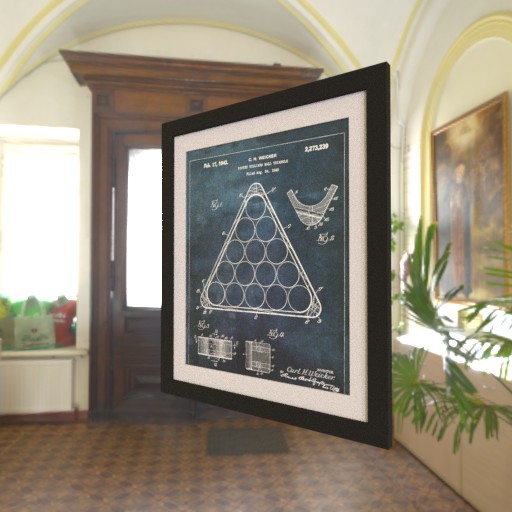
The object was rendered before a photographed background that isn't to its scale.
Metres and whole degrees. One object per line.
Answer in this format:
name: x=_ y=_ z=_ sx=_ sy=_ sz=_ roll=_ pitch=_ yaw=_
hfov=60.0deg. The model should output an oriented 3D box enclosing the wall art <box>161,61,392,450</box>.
wall art: x=0.000 y=0.000 z=0.508 sx=0.311 sy=0.361 sz=0.010 roll=-1 pitch=-1 yaw=37
